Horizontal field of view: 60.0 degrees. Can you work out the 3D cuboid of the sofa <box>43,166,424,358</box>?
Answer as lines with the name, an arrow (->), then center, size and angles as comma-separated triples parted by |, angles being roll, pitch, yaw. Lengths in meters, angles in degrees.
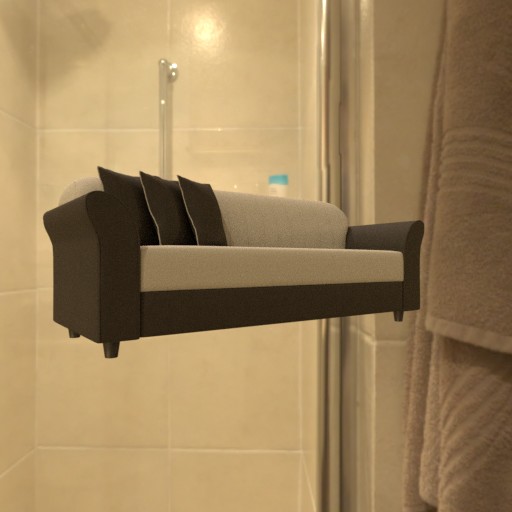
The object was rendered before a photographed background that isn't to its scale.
sofa -> 0.000, 0.000, 2.422 | 2.001, 0.787, 0.755 | 1, -1, -36
